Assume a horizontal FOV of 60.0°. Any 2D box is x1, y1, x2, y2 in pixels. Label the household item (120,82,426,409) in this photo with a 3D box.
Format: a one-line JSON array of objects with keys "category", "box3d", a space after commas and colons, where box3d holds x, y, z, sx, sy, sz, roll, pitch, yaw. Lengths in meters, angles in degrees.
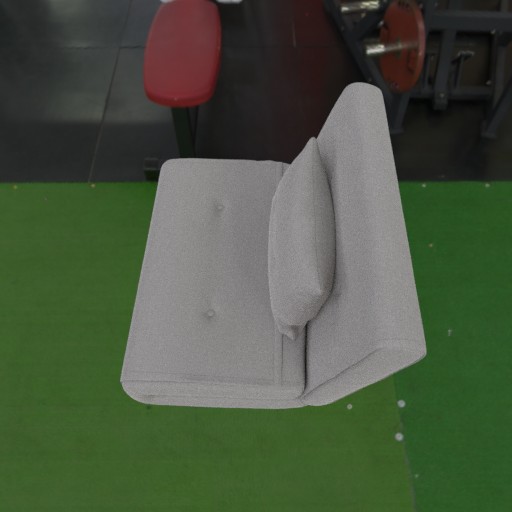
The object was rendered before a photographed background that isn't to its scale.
[{"category": "household item", "box3d": [0.000, 0.000, 1.644, 0.874, 0.800, 1.000, 2, 59, 1]}]
